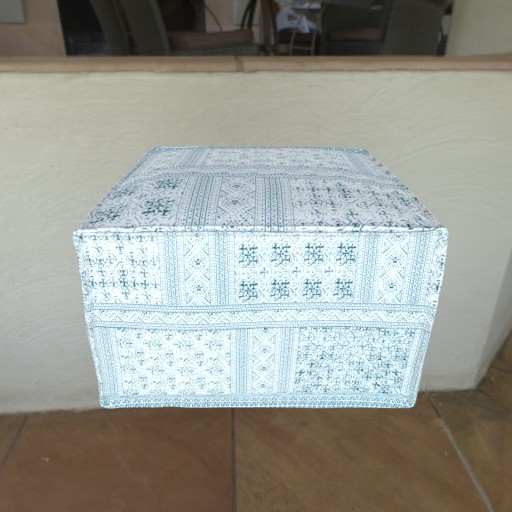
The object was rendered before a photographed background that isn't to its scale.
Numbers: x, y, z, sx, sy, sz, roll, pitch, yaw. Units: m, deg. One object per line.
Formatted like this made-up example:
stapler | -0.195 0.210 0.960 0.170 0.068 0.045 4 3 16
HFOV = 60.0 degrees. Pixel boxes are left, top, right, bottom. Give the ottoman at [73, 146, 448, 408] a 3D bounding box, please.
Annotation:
ottoman | 0.000 0.000 1.051 0.626 0.439 0.617 0 26 0
